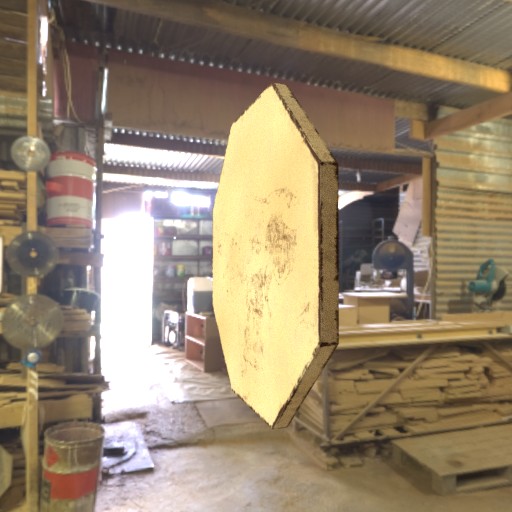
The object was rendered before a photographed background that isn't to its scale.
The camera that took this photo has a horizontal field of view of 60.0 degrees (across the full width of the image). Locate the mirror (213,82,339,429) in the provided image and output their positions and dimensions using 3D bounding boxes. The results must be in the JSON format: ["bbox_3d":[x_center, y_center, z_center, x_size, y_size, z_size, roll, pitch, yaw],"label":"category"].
[{"bbox_3d":[0.000,0.000,0.957,0.031,0.648,0.648,0,-1,-20],"label":"mirror"}]
